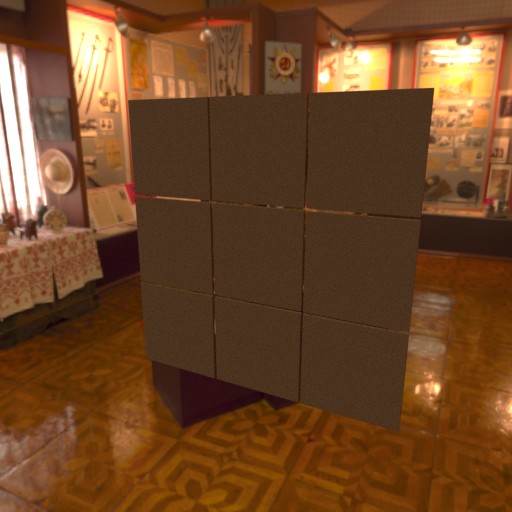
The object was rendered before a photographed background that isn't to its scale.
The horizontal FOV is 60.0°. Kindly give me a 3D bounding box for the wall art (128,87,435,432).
[{"bbox_3d":[0.000,0.000,1.776,1.216,1.216,0.013,8,17,26],"label":"wall art"}]
